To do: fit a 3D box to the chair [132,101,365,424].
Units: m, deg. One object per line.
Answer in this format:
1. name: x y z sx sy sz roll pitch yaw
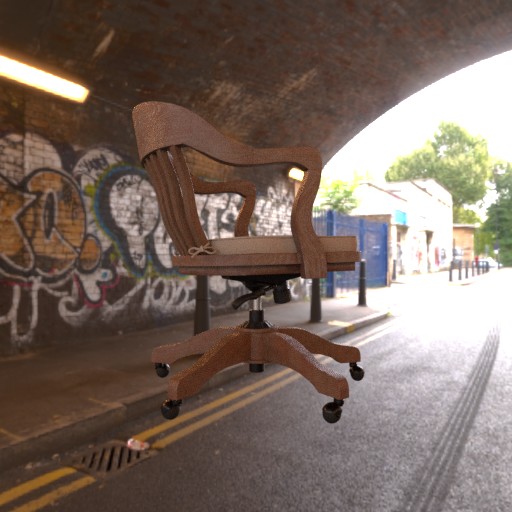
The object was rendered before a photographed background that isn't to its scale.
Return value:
1. chair: 0.000 0.000 1.465 0.788 0.878 0.750 0 0 -19
